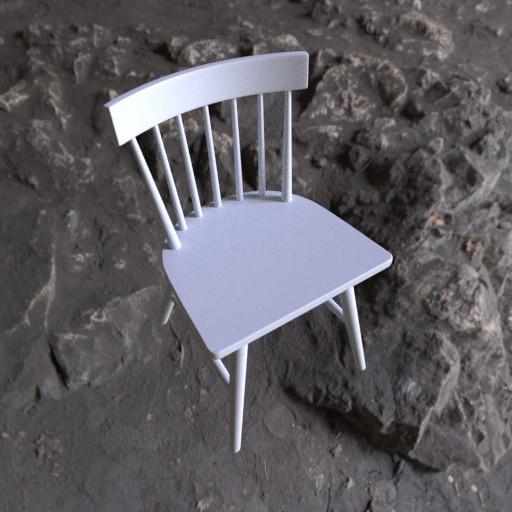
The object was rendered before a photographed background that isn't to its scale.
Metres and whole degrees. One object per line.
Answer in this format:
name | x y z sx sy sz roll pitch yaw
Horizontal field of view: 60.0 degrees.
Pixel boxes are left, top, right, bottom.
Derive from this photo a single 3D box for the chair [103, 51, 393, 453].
chair | 0.000 0.000 1.095 0.483 0.787 0.500 -25 51 -22
